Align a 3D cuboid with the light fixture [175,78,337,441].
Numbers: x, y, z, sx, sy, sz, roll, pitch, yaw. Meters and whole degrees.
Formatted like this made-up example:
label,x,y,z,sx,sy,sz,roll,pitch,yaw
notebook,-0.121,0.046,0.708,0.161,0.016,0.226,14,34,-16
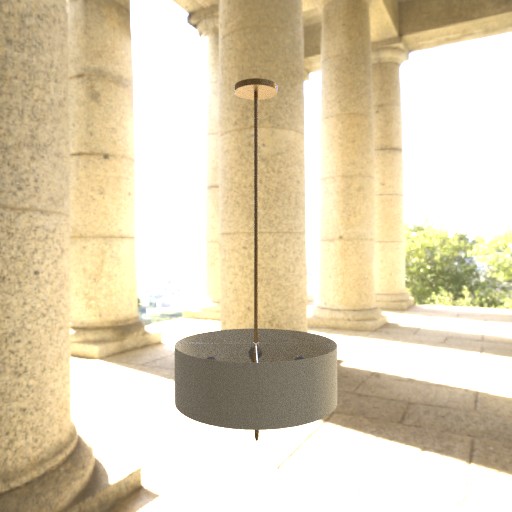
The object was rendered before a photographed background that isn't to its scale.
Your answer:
label,x,y,z,sx,sy,sz,roll,pitch,yaw
light fixture,0.000,0.000,1.401,0.508,1.067,0.508,0,1,0
